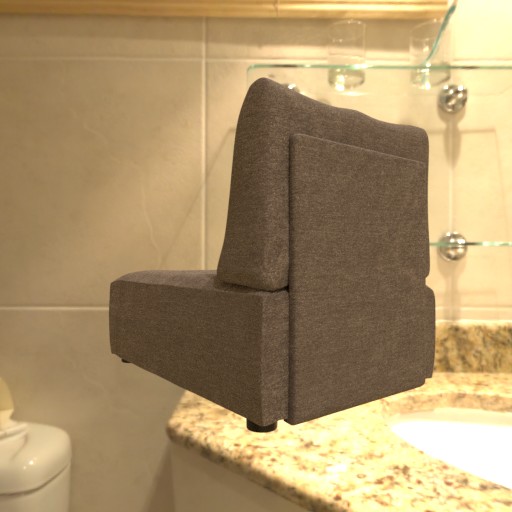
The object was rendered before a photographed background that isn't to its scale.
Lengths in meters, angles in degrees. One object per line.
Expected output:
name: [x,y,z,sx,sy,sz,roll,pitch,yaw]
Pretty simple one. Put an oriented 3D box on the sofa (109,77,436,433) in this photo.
sofa: [0.000,0.000,1.565,0.700,0.820,1.000,0,0,-37]
